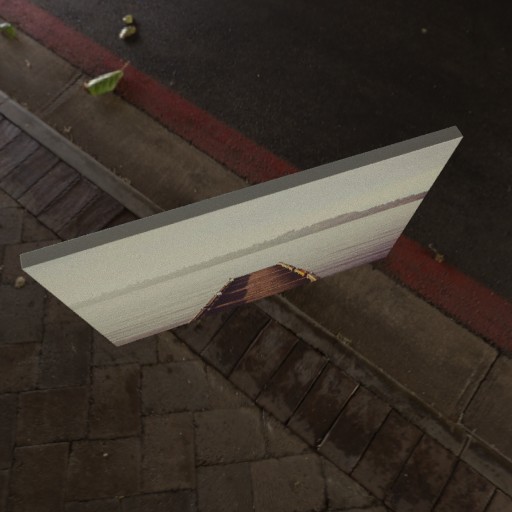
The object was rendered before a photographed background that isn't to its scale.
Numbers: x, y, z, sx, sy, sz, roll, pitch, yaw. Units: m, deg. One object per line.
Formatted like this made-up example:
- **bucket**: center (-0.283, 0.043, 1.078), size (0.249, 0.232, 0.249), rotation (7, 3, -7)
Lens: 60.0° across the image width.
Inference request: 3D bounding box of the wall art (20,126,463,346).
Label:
- **wall art**: center (0.000, 0.000, 0.775), size (0.615, 0.410, 0.021), rotation (-18, 67, -8)
